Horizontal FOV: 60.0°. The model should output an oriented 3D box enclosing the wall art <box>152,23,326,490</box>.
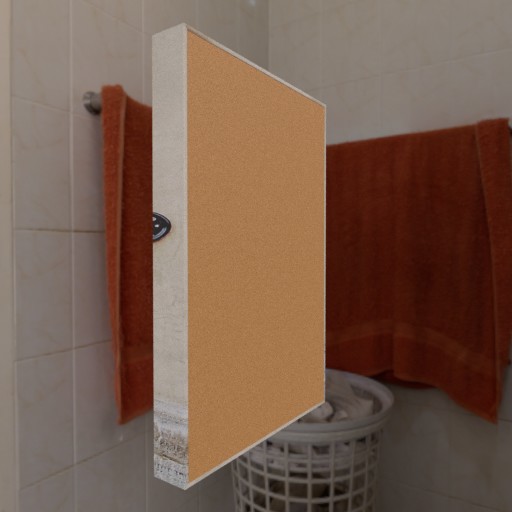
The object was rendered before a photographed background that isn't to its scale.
[{"bbox_3d":[0.000,0.000,0.475,0.038,0.381,0.254,1,1,35],"label":"wall art"}]
